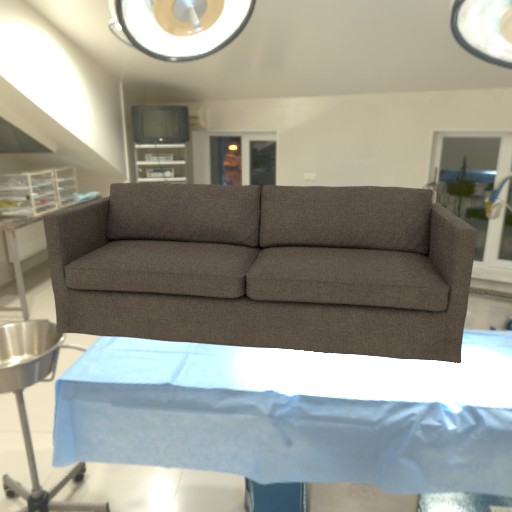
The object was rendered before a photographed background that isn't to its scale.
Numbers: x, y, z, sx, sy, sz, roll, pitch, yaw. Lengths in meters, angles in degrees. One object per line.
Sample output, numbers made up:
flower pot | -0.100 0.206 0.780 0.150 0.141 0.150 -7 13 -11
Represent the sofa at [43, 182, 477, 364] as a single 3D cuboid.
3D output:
sofa | 0.000 0.000 3.295 2.779 0.998 1.036 3 16 9
